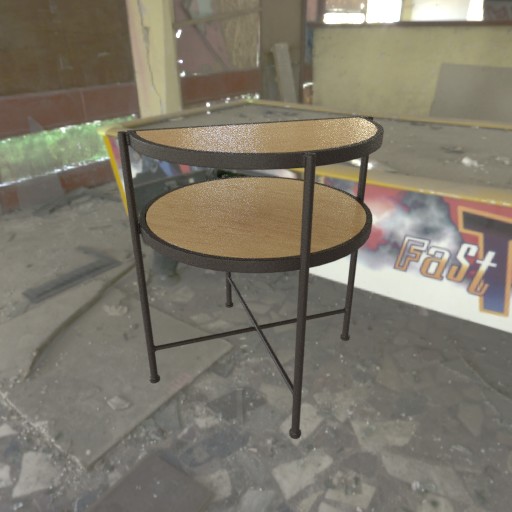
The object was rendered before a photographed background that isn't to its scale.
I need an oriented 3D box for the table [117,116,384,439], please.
[{"bbox_3d":[0.000,0.000,1.177,0.629,0.684,0.628,-9,28,-16],"label":"table"}]
